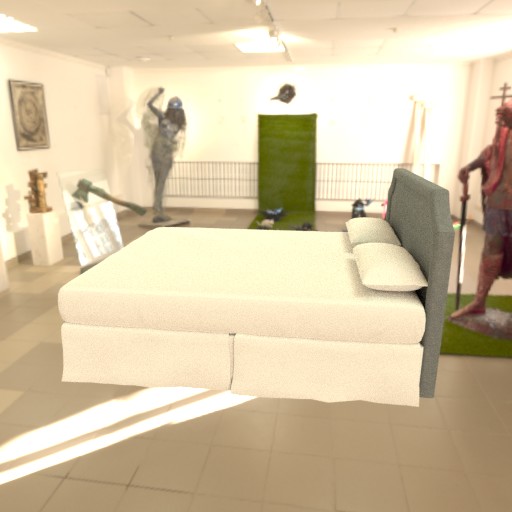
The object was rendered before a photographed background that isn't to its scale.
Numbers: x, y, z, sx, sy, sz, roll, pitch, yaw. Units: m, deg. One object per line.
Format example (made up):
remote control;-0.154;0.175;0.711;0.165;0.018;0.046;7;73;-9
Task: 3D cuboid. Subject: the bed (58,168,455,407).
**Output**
bed;0.000;0.000;3.578;2.464;1.306;1.977;2;16;7
